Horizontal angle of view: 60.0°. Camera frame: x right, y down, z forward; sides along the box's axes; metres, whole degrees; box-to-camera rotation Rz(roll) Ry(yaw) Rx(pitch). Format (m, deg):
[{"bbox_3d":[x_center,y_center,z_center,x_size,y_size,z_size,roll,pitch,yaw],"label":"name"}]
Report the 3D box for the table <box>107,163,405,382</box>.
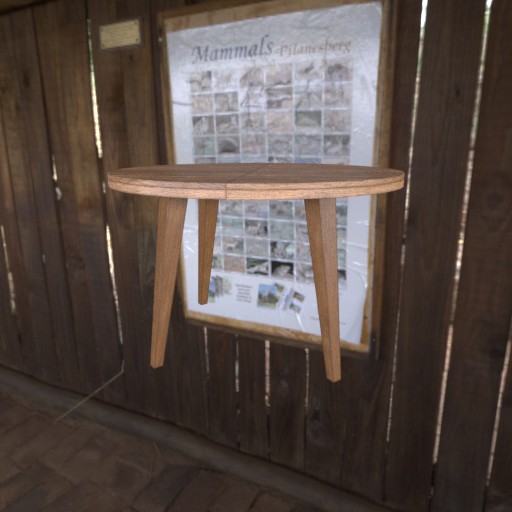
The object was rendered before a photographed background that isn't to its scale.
[{"bbox_3d":[0.000,0.000,1.999,1.213,0.764,1.213,0,15,0],"label":"table"}]
